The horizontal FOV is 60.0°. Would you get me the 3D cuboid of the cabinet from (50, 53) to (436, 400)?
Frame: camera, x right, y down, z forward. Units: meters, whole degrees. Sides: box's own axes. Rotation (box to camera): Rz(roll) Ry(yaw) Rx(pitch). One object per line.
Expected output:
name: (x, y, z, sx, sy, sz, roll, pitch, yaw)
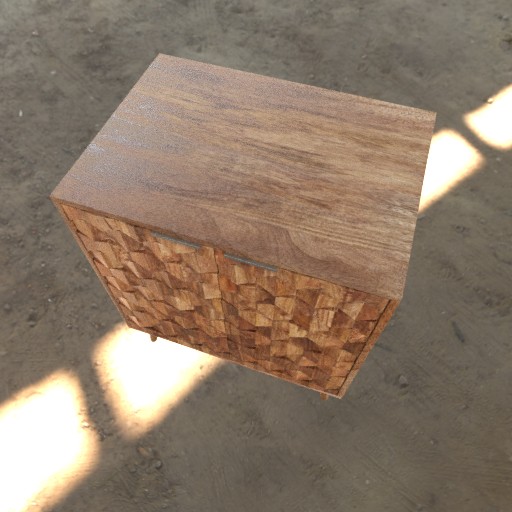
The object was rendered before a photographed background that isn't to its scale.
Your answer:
cabinet: (0.000, 0.000, 1.194, 0.647, 0.758, 0.473, 16, 59, 10)
